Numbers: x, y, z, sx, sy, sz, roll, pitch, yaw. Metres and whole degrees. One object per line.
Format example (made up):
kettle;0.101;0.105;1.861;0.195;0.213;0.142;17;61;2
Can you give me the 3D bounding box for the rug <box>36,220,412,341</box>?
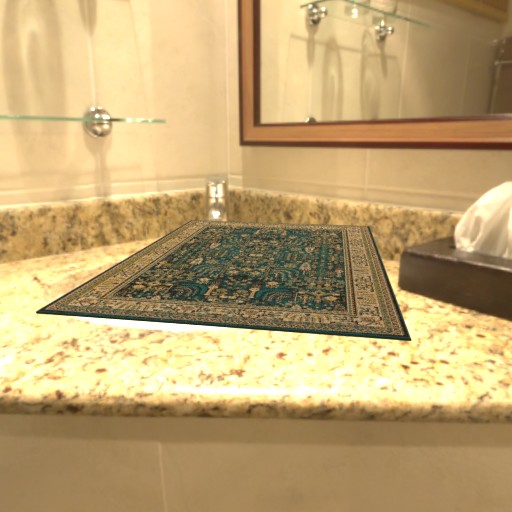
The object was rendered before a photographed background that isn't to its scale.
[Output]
rug;0.000;0.000;2.881;1.594;0.013;2.213;3;15;9
